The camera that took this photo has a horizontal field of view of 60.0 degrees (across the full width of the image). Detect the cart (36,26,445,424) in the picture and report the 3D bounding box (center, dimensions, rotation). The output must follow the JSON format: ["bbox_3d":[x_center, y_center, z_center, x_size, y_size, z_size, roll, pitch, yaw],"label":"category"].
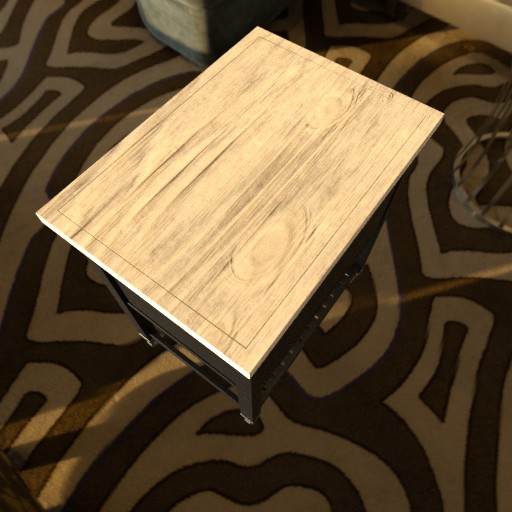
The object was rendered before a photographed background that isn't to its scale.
[{"bbox_3d":[0.000,0.000,1.411,0.567,0.920,0.797,33,66,17],"label":"cart"}]
